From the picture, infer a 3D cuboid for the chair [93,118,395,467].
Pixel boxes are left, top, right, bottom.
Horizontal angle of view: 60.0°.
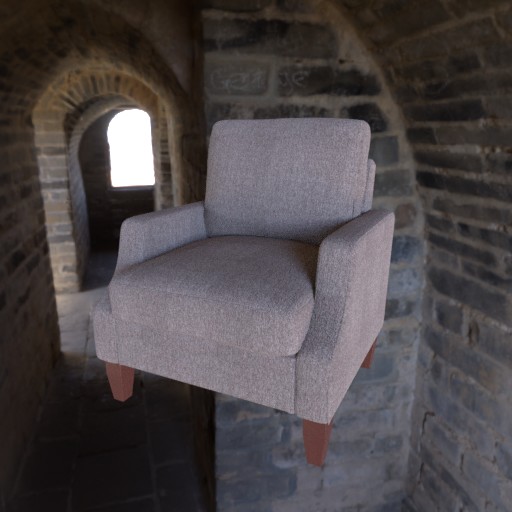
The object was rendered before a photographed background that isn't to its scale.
[{"bbox_3d":[0.000,0.000,1.643,0.855,0.993,0.897,7,17,25],"label":"chair"}]
